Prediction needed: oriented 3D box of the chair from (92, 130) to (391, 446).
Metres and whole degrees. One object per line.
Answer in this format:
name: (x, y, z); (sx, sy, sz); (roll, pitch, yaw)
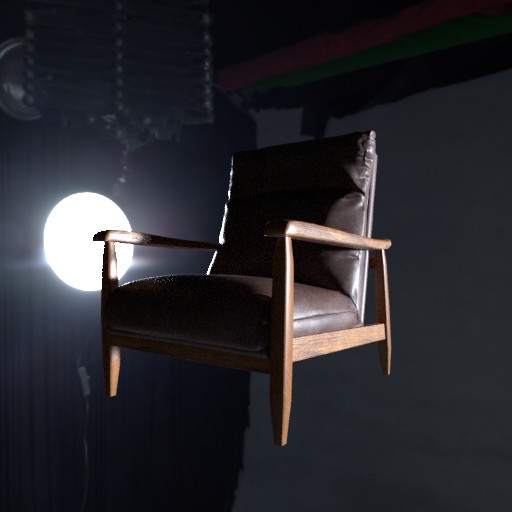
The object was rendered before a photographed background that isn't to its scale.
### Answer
chair: (0.000, 0.000, 1.533); (0.782, 0.897, 0.830); (0, 0, 35)
